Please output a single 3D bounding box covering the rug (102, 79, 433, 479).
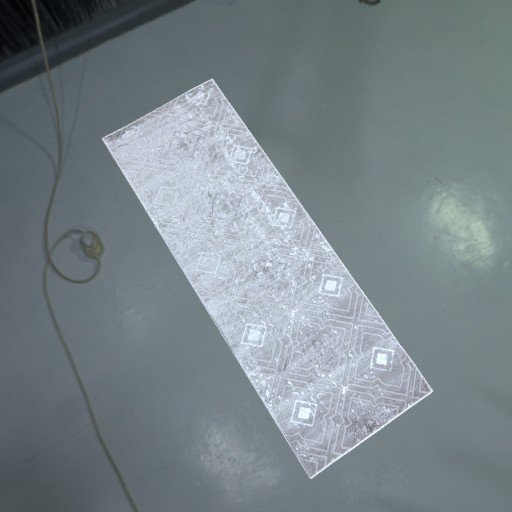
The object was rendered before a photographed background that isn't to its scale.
[{"bbox_3d":[0.000,0.000,2.665,0.832,0.035,2.381,-32,78,-8],"label":"rug"}]
